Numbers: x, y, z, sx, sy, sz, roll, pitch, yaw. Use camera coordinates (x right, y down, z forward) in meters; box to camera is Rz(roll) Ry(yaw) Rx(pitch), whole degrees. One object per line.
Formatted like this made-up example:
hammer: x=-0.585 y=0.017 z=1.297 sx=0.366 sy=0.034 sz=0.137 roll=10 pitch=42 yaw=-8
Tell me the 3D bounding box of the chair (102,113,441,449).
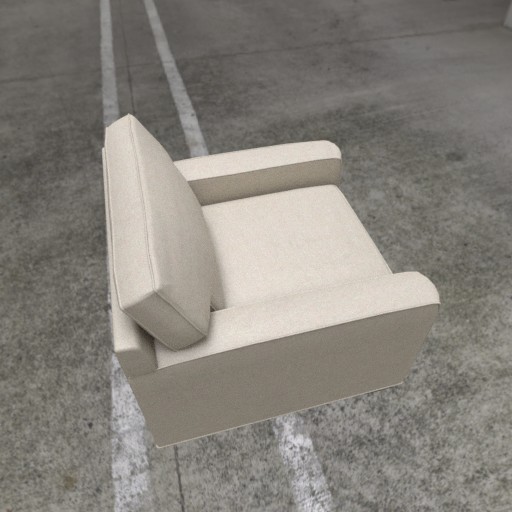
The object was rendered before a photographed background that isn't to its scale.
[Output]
chair: x=0.000 y=0.000 z=1.786 sx=1.043 sy=0.913 sz=0.998 roll=-11 pitch=48 yaw=-10
